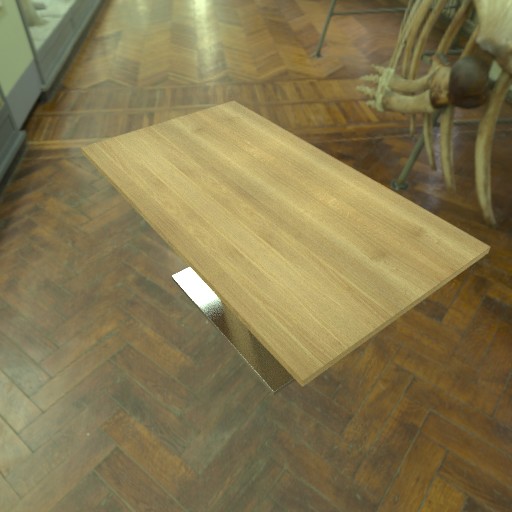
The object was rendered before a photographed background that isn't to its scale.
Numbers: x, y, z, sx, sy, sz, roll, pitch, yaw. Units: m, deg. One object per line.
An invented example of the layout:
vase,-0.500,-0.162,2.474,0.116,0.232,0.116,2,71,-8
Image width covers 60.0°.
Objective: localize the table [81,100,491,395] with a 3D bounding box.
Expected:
table,0.000,0.000,2.111,0.900,0.750,1.600,-27,49,-27
